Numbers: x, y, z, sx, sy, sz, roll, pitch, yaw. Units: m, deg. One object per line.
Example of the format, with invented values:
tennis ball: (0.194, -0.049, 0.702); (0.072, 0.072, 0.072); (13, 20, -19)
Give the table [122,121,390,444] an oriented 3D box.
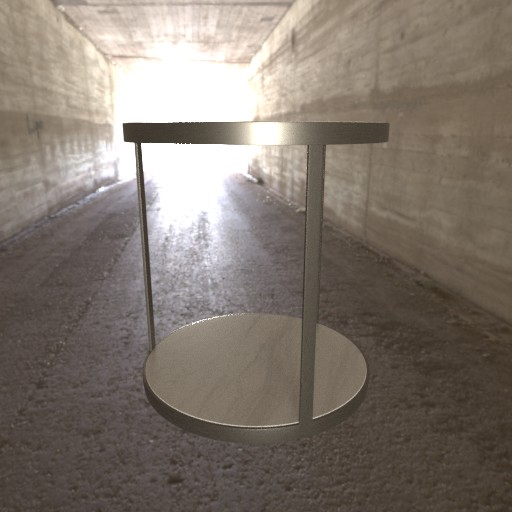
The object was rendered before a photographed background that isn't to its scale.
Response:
table: (0.000, 0.000, 0.834); (0.445, 0.479, 0.445); (0, 16, 0)
